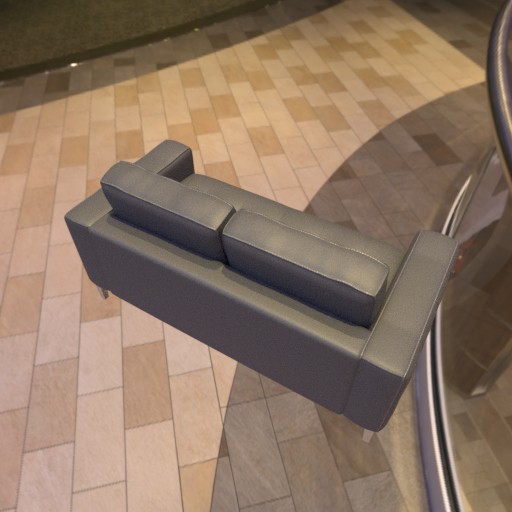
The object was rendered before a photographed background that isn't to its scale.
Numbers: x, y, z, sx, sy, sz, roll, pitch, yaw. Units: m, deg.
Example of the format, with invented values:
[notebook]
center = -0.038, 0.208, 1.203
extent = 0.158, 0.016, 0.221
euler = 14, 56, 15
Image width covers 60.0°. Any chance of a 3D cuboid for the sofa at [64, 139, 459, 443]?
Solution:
[sofa]
center = 0.000, 0.000, 2.207
extent = 1.726, 0.893, 0.833
euler = 23, 51, 21
